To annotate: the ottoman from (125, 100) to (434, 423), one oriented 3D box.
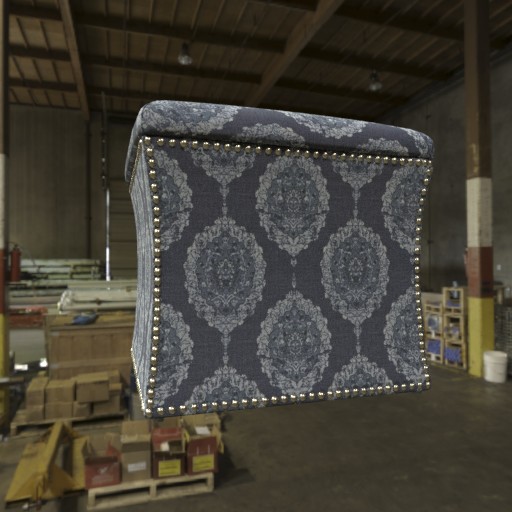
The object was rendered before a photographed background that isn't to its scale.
[{"bbox_3d":[0.000,0.000,0.900,0.507,0.475,0.497,0,-1,-18],"label":"ottoman"}]
